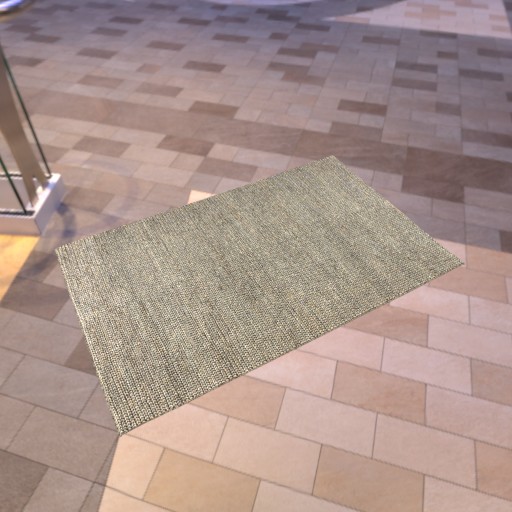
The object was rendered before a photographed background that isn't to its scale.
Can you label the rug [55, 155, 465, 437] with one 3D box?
[{"bbox_3d":[0.000,0.000,3.101,2.443,0.021,1.538,-22,50,-20],"label":"rug"}]
